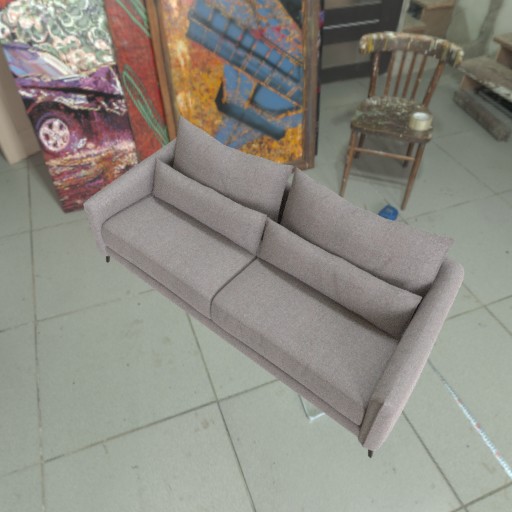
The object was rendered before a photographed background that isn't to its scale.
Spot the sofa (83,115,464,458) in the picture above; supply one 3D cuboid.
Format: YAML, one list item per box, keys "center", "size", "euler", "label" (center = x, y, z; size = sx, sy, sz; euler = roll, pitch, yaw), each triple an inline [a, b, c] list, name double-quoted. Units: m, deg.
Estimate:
- center: [0.000, 0.000, 2.406]
  size: [2.022, 0.833, 0.809]
  euler: [31, 53, 26]
  label: "sofa"
